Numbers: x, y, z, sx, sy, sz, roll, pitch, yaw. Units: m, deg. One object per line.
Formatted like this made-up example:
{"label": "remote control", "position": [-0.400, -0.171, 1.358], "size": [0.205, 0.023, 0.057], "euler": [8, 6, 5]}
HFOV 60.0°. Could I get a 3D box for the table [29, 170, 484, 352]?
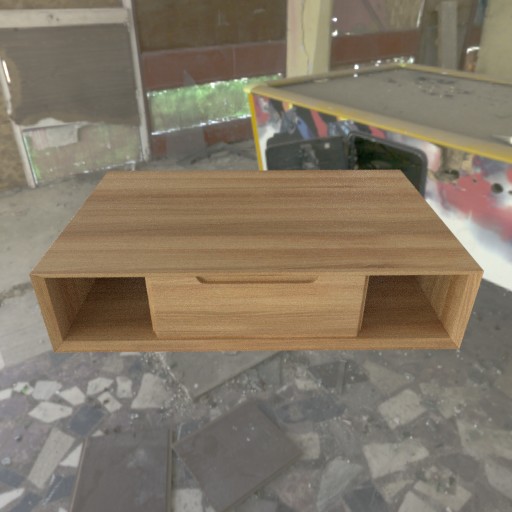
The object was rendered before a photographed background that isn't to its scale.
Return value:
{"label": "table", "position": [0.000, 0.000, 1.456], "size": [1.100, 0.330, 0.700], "euler": [0, 31, -1]}
